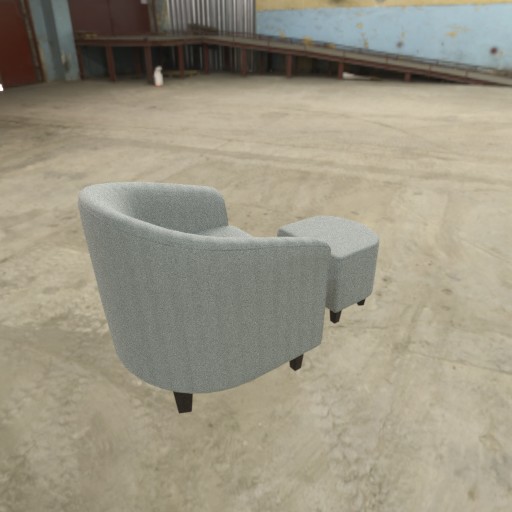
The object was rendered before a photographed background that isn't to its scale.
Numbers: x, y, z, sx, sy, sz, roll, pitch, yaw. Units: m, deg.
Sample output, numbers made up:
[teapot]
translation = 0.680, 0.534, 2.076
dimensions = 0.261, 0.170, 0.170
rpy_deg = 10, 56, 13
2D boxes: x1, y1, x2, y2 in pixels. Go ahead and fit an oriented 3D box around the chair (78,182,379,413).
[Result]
[chair]
translation = 0.000, 0.000, 1.827
dimensions = 1.288, 0.757, 0.756
rpy_deg = -19, 33, -32
